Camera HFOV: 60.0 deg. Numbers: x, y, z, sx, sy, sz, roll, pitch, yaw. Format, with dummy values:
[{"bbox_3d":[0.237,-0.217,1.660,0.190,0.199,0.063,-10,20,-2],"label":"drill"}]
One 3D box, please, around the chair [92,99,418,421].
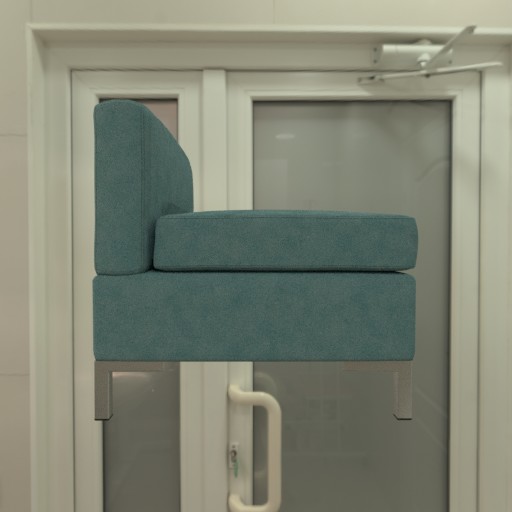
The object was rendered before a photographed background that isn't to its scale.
[{"bbox_3d":[0.000,0.000,1.220,0.685,0.660,0.684,0,1,0],"label":"chair"}]
